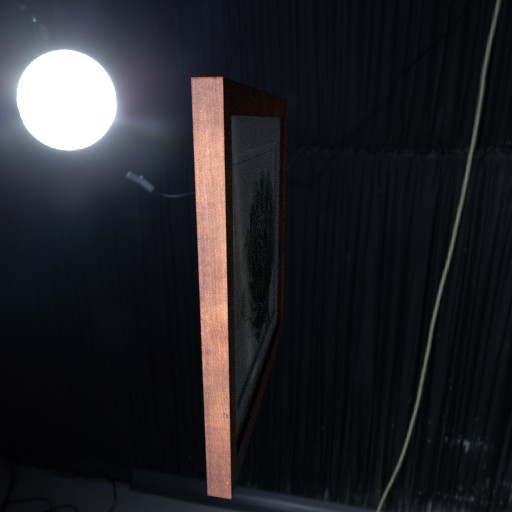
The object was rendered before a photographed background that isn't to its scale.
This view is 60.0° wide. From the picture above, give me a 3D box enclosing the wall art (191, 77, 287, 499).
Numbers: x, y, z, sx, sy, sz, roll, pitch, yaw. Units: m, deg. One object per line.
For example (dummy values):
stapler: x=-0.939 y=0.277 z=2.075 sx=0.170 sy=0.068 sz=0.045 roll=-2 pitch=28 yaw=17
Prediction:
wall art: x=0.000 y=0.000 z=0.825 sx=0.037 sy=0.572 sz=0.554 roll=3 pitch=17 yaw=11
